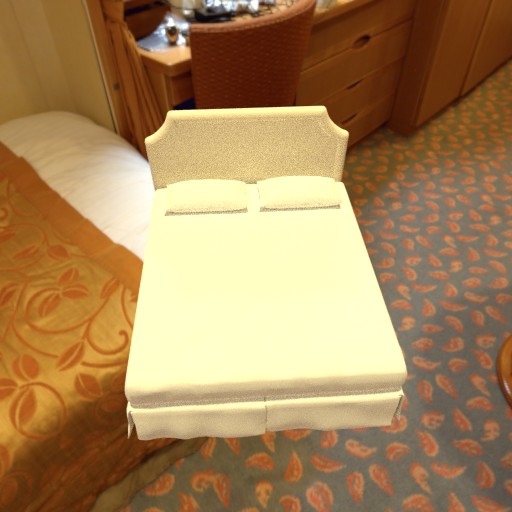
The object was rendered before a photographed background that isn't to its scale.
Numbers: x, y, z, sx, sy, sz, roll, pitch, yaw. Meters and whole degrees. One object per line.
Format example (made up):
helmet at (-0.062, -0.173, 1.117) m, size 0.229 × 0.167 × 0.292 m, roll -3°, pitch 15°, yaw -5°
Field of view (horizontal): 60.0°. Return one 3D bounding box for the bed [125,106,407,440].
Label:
bed at (0.000, 0.000, 4.188) m, size 2.350 × 1.590 × 2.773 m, roll -3°, pitch 45°, yaw -3°
